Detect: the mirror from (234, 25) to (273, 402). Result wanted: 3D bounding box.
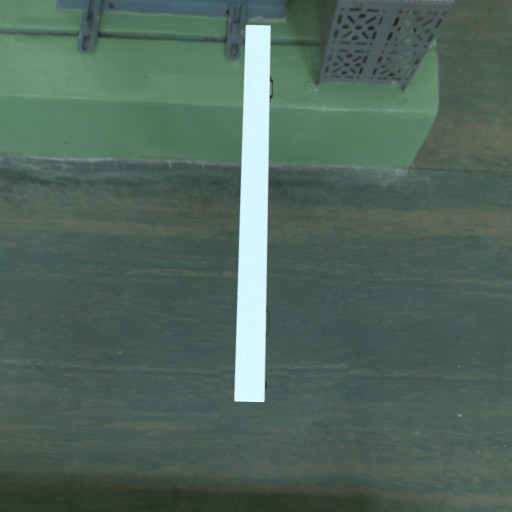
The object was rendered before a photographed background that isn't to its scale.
[{"bbox_3d":[0.000,0.000,0.915,0.040,0.710,0.507,1,77,0],"label":"mirror"}]
